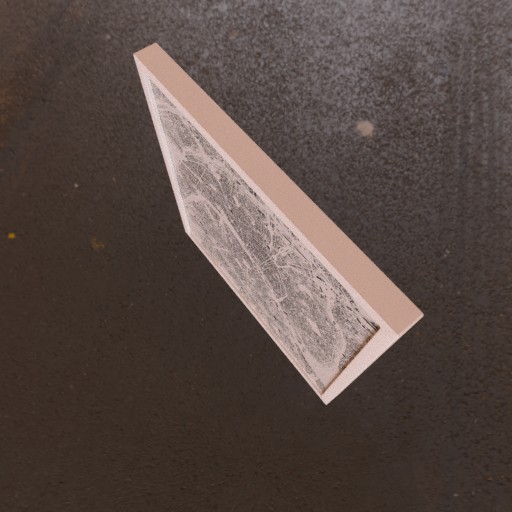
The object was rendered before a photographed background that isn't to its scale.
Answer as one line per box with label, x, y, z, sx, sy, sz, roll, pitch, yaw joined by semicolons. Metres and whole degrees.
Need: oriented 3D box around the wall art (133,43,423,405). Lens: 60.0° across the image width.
wall art;0.000;0.000;0.759;0.038;0.508;0.508;-35;69;-16
